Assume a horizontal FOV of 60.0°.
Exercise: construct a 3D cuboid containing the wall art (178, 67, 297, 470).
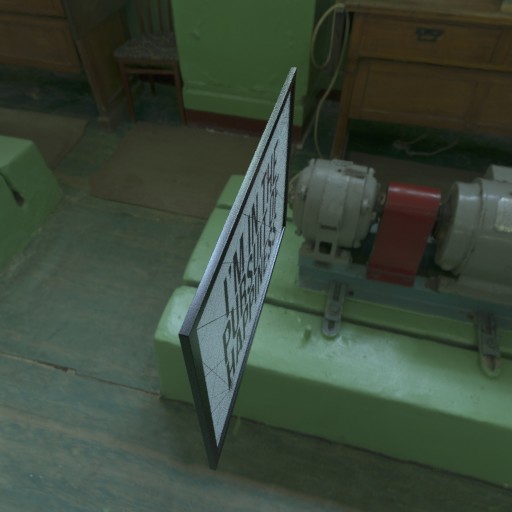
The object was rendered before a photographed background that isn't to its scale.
[{"bbox_3d":[0.000,0.000,1.060,0.015,0.552,0.819,10,48,9],"label":"wall art"}]
